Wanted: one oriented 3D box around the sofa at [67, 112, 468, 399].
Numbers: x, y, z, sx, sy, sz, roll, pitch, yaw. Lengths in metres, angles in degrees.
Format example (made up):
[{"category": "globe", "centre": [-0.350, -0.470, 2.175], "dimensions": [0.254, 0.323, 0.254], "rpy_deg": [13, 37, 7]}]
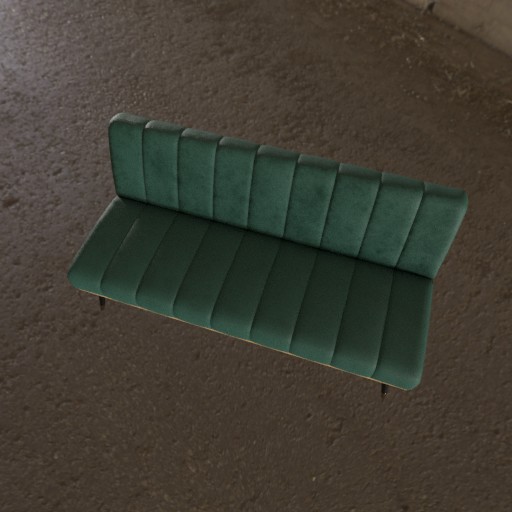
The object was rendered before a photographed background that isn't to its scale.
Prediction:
[{"category": "sofa", "centre": [0.000, 0.000, 2.303], "dimensions": [1.810, 0.820, 0.830], "rpy_deg": [15, 58, 10]}]
